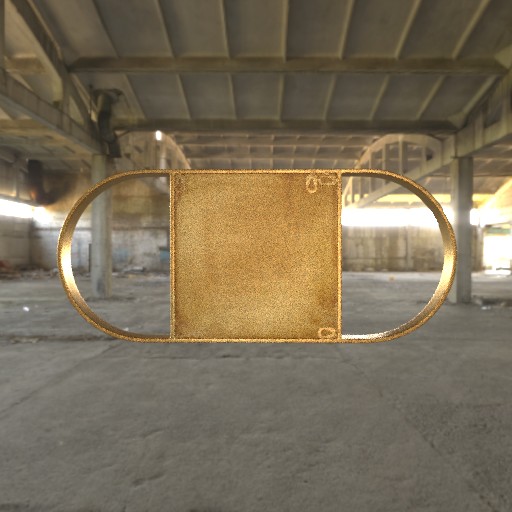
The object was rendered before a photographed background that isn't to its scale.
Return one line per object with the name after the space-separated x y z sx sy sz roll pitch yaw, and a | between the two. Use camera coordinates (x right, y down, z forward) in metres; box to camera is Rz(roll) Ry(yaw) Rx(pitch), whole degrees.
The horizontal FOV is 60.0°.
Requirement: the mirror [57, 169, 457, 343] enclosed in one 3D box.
0.000 0.000 0.662 0.584 0.254 0.032 0 0 1 | mirror
